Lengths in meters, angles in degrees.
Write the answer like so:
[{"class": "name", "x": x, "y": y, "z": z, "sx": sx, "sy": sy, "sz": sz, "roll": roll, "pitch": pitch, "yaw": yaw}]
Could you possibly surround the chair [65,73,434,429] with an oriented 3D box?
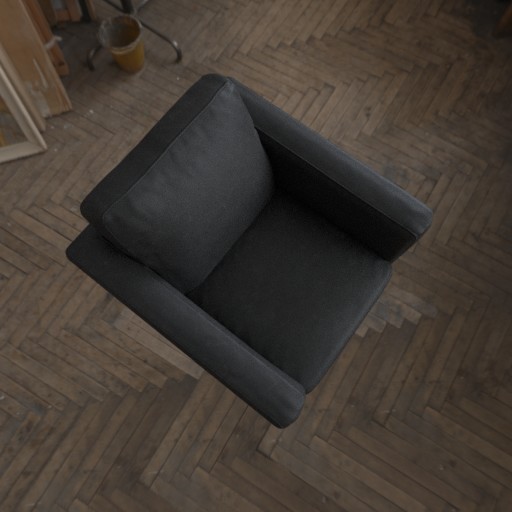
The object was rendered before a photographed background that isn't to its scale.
[{"class": "chair", "x": 0.000, "y": 0.000, "z": 1.585, "sx": 0.879, "sy": 0.898, "sz": 0.831, "roll": 36, "pitch": 77, "yaw": 10}]
